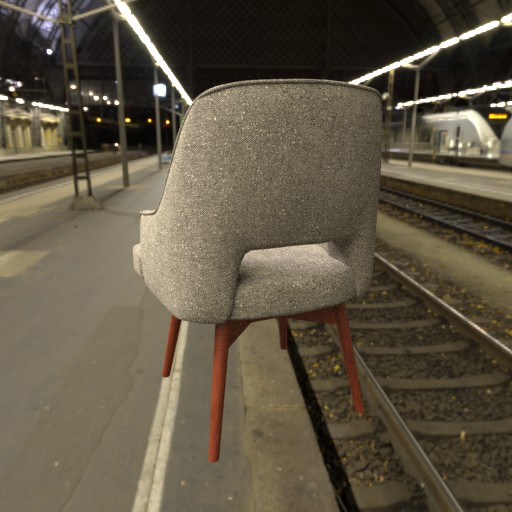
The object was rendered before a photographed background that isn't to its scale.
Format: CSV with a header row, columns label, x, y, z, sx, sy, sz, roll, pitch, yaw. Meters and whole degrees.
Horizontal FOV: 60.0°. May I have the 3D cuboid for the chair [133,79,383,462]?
label,x,y,z,sx,sy,sz,roll,pitch,yaw
chair,0.000,0.000,1.265,0.608,0.875,0.629,-7,16,-25
